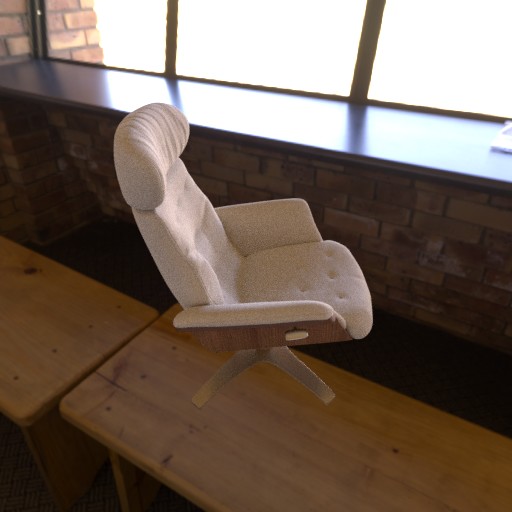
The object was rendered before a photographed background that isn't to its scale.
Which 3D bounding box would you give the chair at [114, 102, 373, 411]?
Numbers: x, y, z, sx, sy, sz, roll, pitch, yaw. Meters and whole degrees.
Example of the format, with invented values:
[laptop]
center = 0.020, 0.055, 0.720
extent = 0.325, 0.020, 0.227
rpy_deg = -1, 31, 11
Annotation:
[chair]
center = 0.000, 0.000, 1.588
extent = 0.837, 0.995, 0.785
rpy_deg = 0, 32, 0
